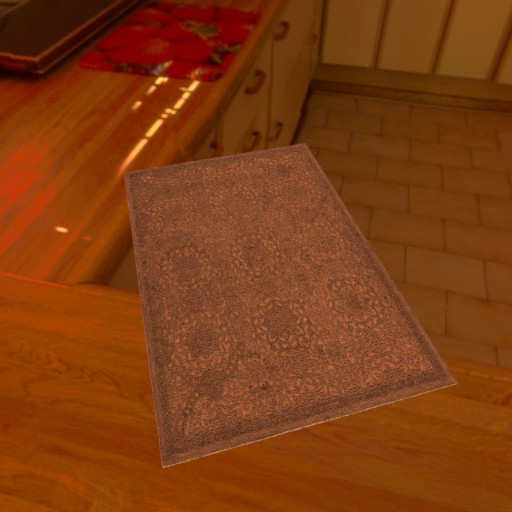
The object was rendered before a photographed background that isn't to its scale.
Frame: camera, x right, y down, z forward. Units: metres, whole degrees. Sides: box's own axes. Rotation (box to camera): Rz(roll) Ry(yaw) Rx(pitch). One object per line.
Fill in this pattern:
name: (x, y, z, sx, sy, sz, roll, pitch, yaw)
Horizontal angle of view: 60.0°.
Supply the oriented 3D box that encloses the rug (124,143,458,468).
rug: (0.000, 0.000, 2.300, 1.208, 0.012, 1.819, -12, 48, -11)
